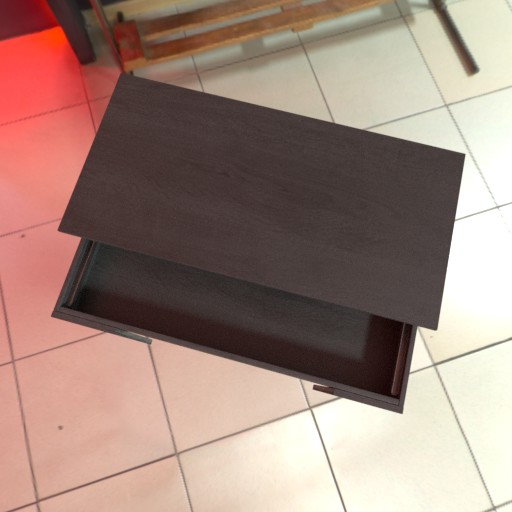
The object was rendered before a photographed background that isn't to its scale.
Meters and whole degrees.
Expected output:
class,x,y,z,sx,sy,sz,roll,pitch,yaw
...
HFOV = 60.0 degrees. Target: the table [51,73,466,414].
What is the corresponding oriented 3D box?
class,x,y,z,sx,sy,sz,roll,pitch,yaw
table,0.000,0.000,1.433,1.000,0.570,0.711,15,76,4
